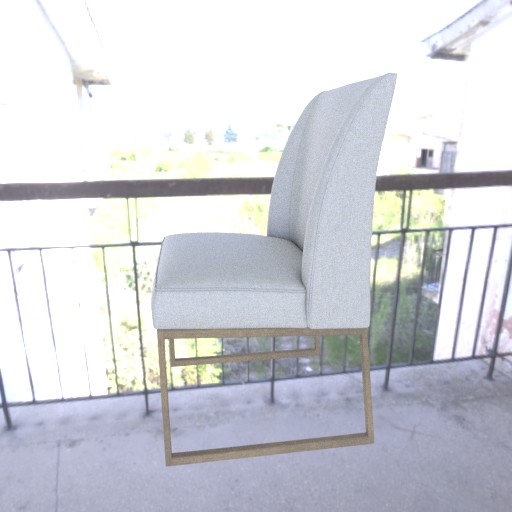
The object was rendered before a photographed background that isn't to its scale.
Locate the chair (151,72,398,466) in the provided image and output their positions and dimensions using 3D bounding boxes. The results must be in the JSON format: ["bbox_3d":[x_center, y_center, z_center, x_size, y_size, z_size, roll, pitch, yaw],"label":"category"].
[{"bbox_3d":[0.000,0.000,1.173,0.522,0.863,0.508,-2,16,-9],"label":"chair"}]
